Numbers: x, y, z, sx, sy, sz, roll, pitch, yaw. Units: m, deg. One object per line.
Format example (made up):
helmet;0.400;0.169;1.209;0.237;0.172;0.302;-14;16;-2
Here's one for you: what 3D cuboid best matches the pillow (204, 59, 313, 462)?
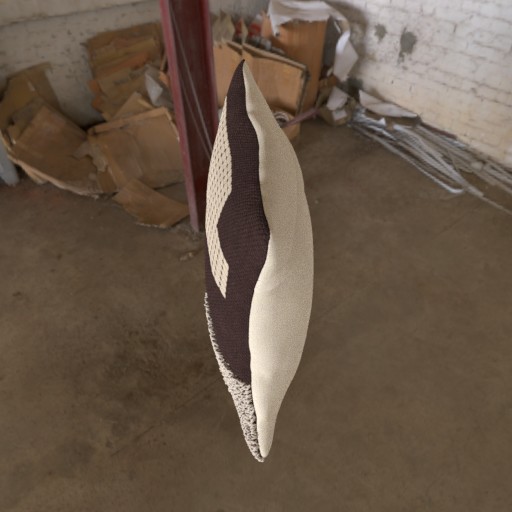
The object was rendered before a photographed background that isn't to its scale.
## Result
pillow;0.000;0.000;0.729;0.178;0.473;0.475;-2;42;-2
